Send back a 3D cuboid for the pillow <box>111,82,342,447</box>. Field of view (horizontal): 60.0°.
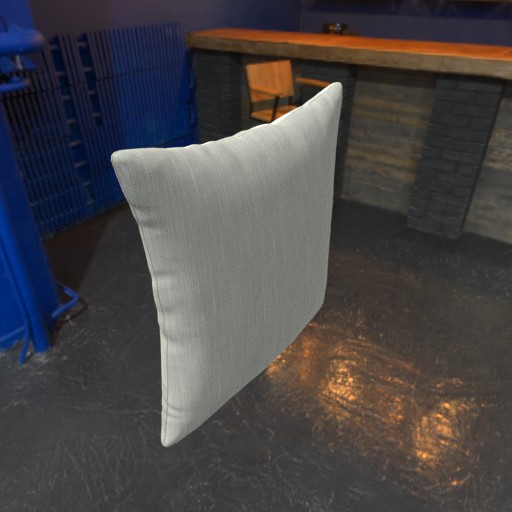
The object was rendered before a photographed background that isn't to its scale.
[{"bbox_3d":[0.000,0.000,0.782,0.161,0.509,0.511,22,38,31],"label":"pillow"}]
